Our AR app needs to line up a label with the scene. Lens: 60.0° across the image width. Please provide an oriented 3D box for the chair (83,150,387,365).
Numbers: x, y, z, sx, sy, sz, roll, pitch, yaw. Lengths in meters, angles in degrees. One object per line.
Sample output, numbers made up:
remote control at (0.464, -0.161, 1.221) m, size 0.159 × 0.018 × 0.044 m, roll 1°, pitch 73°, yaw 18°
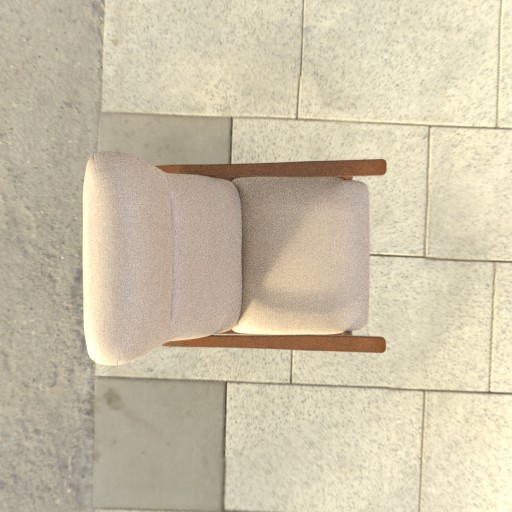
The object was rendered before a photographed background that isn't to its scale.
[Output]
chair at (0.000, 0.000, 1.833) m, size 1.030 × 1.082 × 0.762 m, roll 0°, pitch 91°, yaw 1°
